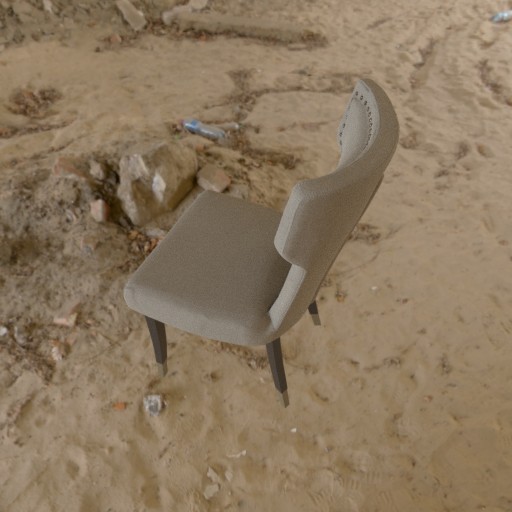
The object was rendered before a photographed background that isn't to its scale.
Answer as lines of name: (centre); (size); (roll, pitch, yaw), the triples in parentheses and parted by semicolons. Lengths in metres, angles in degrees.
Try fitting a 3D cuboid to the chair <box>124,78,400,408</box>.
chair: (0.000, 0.000, 1.325); (0.630, 0.955, 0.526); (17, 49, 16)
